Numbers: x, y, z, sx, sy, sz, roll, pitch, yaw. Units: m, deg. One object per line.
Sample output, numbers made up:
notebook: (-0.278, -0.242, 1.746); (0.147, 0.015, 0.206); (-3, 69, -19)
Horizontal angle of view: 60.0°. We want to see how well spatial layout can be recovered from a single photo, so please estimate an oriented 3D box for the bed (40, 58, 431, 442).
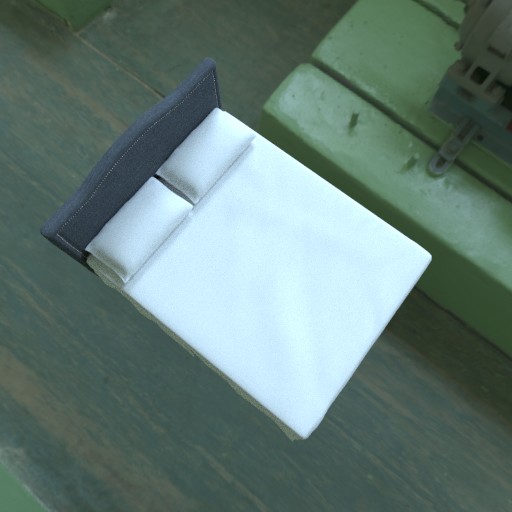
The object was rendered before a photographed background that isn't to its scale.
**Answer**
bed: (0.000, 0.000, 4.006); (2.689, 1.457, 2.161); (37, 77, 10)
